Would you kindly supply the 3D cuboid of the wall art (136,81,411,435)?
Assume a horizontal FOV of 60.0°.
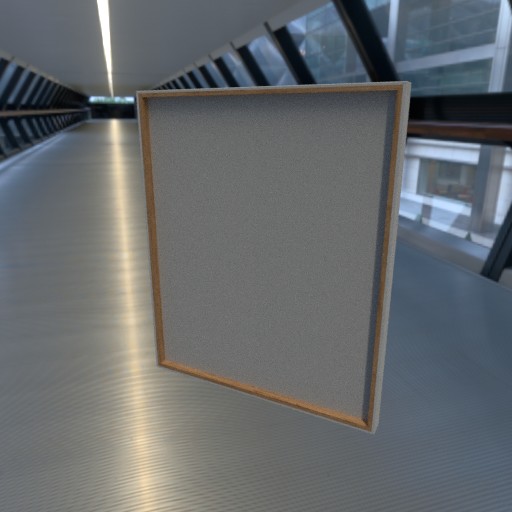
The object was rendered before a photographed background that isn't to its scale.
[{"bbox_3d":[0.000,0.000,0.851,0.508,0.606,0.037,9,19,26],"label":"wall art"}]
